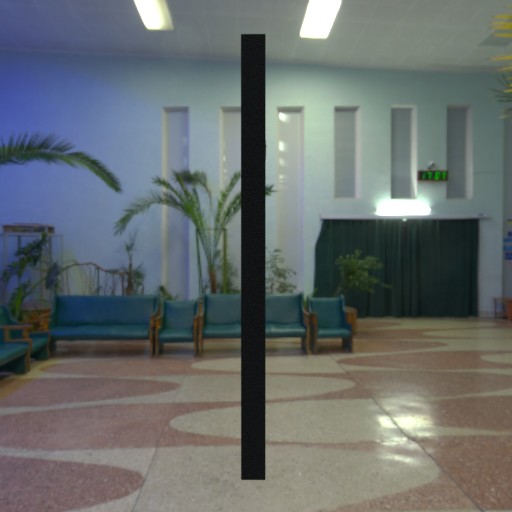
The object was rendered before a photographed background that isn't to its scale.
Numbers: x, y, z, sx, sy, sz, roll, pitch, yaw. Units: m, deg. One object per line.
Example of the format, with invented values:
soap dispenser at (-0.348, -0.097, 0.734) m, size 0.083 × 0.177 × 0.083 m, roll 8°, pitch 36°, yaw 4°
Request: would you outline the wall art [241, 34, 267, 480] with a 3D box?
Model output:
wall art at (0.000, 0.000, 1.132) m, size 0.044 × 0.758 × 0.758 m, roll 0°, pitch 1°, yaw 1°
